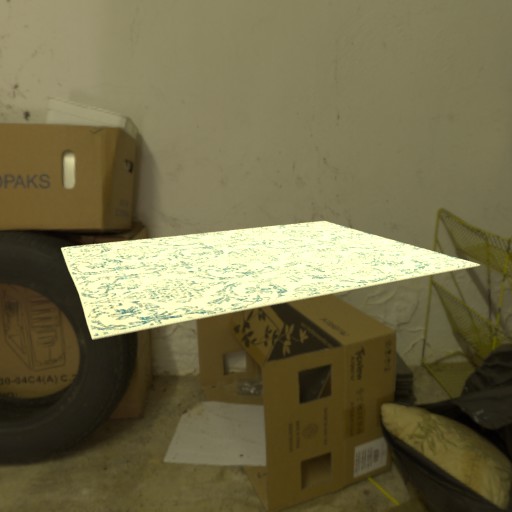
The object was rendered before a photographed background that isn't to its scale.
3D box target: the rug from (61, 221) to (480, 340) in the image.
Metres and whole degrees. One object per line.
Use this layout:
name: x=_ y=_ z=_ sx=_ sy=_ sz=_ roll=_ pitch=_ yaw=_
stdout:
rug: x=0.000 y=0.000 z=2.842 sx=2.197 sy=0.014 sz=1.586 roll=-8 pitch=17 yaw=-26
